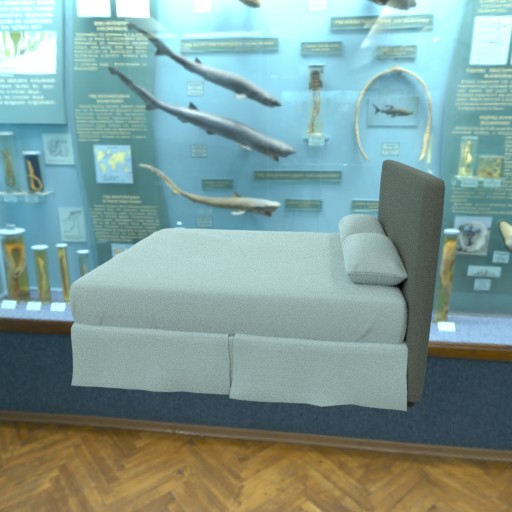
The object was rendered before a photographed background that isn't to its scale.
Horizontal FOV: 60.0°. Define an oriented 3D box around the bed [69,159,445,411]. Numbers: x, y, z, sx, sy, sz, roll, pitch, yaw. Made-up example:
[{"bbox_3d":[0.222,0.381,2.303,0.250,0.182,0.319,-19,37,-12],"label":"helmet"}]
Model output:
[{"bbox_3d":[0.000,0.000,3.261,2.142,1.330,1.748,2,16,8],"label":"bed"}]
